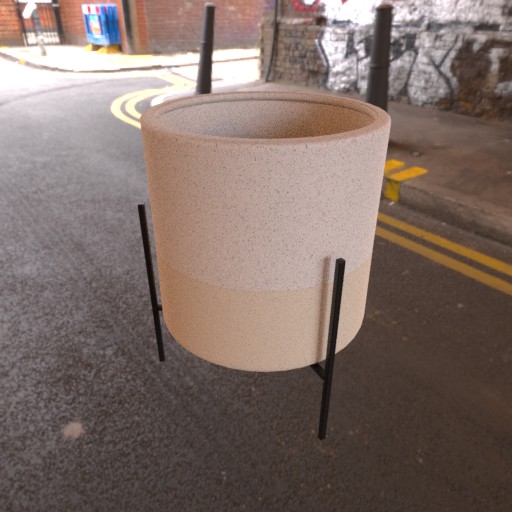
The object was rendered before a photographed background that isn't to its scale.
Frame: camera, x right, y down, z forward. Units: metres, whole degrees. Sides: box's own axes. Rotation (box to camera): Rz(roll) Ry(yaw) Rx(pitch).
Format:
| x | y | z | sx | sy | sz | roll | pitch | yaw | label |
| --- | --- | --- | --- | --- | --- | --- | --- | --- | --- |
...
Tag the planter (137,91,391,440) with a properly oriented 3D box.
| x | y | z | sx | sy | sz | roll | pitch | yaw | label |
| --- | --- | --- | --- | --- | --- | --- | --- | --- | --- |
| 0.000 | 0.000 | 0.663 | 0.335 | 0.423 | 0.313 | 1 | 29 | 1 | planter |
